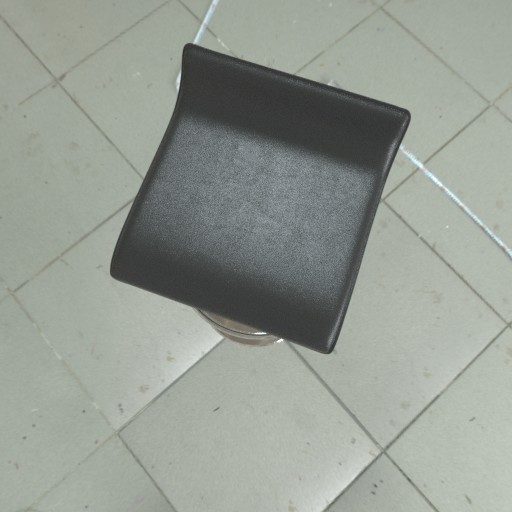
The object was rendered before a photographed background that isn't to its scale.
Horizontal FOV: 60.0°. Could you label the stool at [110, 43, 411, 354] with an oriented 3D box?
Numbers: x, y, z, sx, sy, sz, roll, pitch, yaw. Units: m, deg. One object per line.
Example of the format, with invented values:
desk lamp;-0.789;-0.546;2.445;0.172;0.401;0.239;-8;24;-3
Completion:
stool;0.000;0.000;1.051;0.381;0.851;0.381;19;76;5
